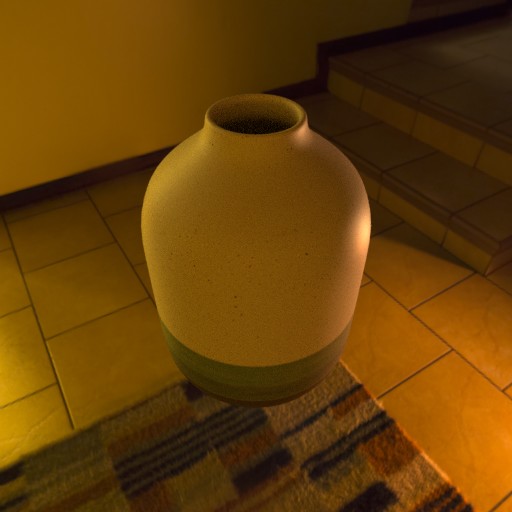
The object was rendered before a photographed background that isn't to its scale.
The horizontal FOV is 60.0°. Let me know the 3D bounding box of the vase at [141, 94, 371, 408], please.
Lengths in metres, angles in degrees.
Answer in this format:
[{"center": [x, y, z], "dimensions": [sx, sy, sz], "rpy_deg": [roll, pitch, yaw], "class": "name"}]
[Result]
[{"center": [0.000, 0.000, 0.357], "dimensions": [0.169, 0.240, 0.169], "rpy_deg": [0, 42, 0], "class": "vase"}]
